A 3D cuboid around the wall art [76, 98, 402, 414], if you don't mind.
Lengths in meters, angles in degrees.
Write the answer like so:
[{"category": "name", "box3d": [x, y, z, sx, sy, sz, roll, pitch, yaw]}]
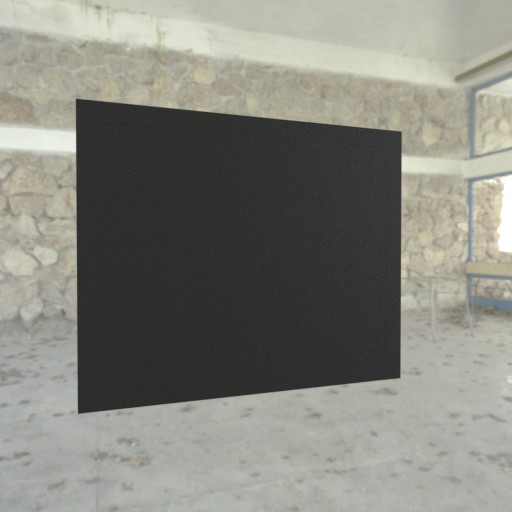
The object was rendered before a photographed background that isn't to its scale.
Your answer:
[{"category": "wall art", "box3d": [0.000, 0.000, 0.745, 0.558, 0.457, 0.029, 0, 1, -19]}]
